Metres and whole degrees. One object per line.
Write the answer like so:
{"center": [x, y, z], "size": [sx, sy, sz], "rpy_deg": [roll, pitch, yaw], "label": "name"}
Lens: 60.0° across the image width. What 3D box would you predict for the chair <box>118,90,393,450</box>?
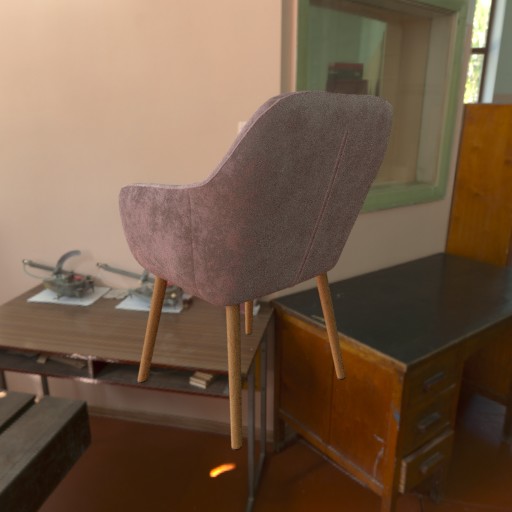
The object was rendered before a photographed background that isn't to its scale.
{"center": [0.000, 0.000, 1.240], "size": [0.610, 0.832, 0.570], "rpy_deg": [-16, 23, -43], "label": "chair"}
